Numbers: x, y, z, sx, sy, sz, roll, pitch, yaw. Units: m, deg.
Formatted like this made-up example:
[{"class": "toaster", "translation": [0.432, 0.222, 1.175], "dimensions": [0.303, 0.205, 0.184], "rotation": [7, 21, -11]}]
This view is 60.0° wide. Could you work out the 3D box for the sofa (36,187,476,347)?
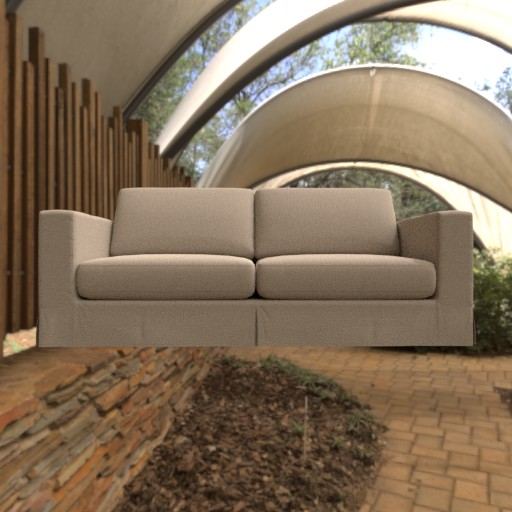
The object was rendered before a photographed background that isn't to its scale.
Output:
[{"class": "sofa", "translation": [0.000, 0.000, 2.624], "dimensions": [2.163, 0.881, 0.954], "rotation": [0, 0, -1]}]
